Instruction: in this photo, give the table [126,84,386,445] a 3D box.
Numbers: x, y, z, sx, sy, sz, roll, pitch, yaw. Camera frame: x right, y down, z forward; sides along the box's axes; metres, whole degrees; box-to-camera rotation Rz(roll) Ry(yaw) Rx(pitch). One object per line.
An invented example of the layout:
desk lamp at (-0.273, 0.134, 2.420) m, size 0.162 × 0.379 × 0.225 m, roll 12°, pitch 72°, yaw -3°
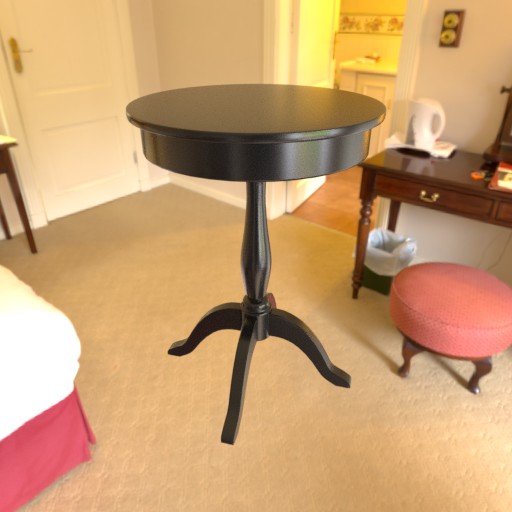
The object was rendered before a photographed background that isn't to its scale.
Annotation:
table at (0.000, 0.000, 0.996) m, size 0.481 × 0.665 × 0.481 m, roll 0°, pitch 29°, yaw 0°
